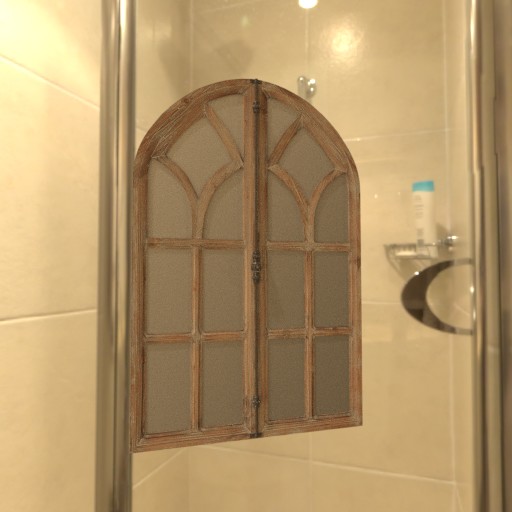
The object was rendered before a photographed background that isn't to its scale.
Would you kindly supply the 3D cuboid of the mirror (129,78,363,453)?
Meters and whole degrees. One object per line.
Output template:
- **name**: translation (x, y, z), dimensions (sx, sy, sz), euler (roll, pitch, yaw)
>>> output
- **mirror**: translation (0.000, 0.000, 1.129), dimensions (0.609, 0.915, 0.032), euler (1, -2, -18)
